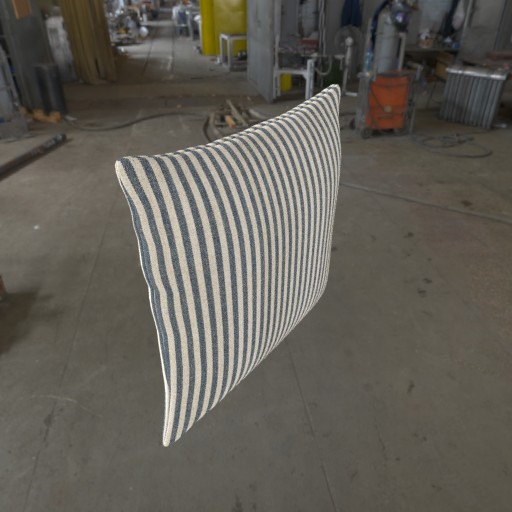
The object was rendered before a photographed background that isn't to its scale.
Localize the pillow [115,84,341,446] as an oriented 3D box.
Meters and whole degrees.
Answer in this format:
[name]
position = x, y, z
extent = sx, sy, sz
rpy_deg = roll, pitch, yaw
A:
[pillow]
position = 0.000, 0.000, 0.793
extent = 0.166, 0.510, 0.523
rpy_deg = 21, 38, 30
